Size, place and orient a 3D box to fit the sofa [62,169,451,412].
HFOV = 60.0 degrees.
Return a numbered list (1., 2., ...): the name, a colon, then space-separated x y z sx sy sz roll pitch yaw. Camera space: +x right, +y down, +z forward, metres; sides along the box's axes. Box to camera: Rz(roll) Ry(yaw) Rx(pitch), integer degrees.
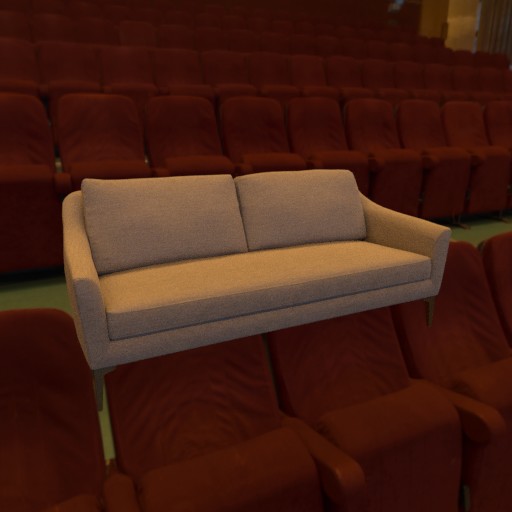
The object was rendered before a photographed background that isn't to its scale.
1. sofa: 0.000 0.000 2.564 2.036 0.913 0.980 -8 18 -25
